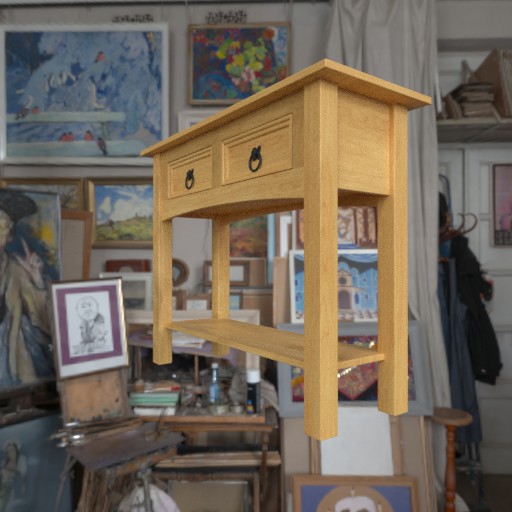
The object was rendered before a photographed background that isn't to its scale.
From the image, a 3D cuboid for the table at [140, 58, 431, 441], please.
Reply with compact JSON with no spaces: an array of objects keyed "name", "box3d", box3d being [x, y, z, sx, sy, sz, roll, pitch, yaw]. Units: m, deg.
[{"name":"table","box3d":[0.000,0.000,1.277,0.340,0.728,0.900,0,0,-36]}]
